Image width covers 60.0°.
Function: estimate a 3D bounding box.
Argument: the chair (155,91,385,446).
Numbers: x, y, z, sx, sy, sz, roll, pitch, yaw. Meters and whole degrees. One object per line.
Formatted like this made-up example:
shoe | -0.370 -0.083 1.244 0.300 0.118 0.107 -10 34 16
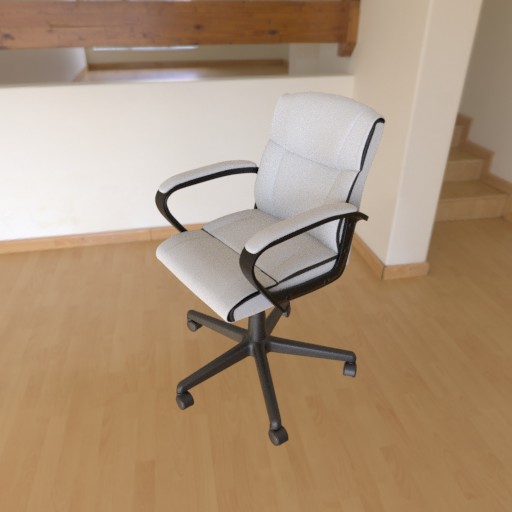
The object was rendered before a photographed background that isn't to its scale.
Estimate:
chair | 0.000 0.000 1.540 0.717 1.004 0.739 -20 36 -31
